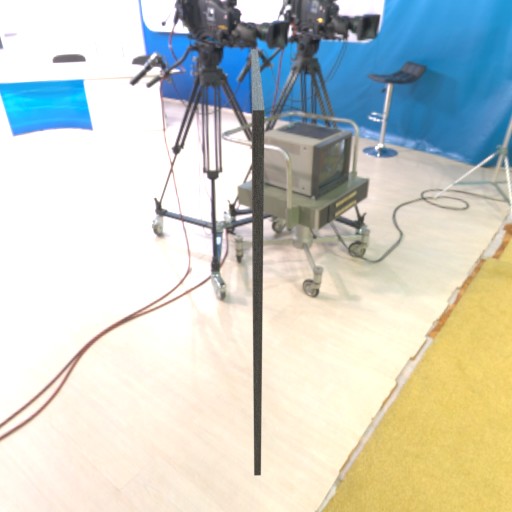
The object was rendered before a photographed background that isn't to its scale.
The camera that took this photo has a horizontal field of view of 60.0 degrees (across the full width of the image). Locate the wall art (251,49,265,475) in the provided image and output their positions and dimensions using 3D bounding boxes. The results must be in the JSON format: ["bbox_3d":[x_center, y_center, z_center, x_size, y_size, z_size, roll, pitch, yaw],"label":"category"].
[{"bbox_3d":[0.000,0.000,1.370,0.020,1.070,0.768,0,32,-1],"label":"wall art"}]
